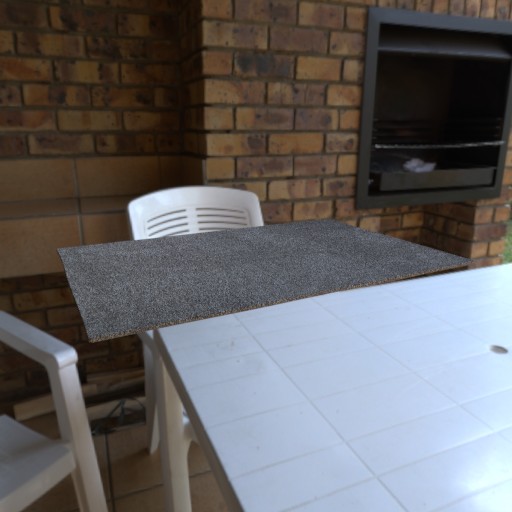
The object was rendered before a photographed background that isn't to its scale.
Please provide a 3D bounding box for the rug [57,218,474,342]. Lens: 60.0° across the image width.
[{"bbox_3d":[0.000,0.000,3.424,2.699,0.026,1.802,-8,18,-27],"label":"rug"}]
